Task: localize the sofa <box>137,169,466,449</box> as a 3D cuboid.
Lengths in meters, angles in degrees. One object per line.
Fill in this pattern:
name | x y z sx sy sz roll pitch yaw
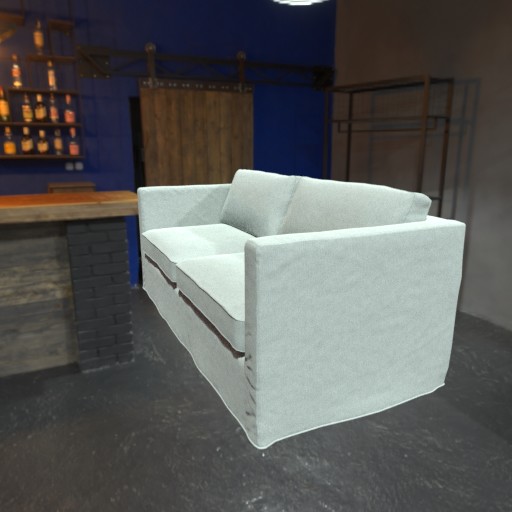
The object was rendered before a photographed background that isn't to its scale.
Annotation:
sofa | 0.000 0.000 2.473 0.940 0.870 1.987 -7 16 -24
